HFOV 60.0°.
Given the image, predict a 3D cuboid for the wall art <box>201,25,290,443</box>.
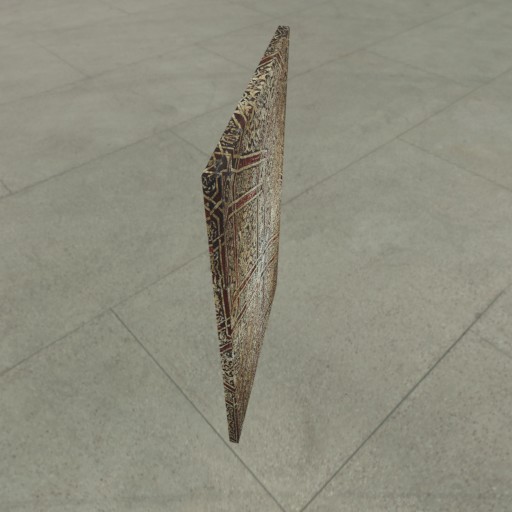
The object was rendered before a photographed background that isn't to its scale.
[{"bbox_3d":[0.000,0.000,1.130,0.030,0.904,0.599,9,46,9],"label":"wall art"}]
